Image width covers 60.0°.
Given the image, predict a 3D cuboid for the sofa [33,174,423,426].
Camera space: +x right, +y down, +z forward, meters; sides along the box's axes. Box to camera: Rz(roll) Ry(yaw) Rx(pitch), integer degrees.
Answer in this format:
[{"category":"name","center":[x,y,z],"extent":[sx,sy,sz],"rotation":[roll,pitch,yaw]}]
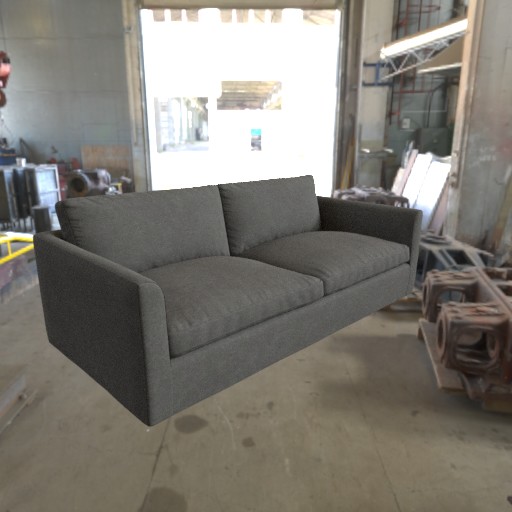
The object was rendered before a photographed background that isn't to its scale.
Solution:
[{"category":"sofa","center":[0.000,0.000,2.760],"extent":[2.257,0.838,1.092],"rotation":[-15,21,-43]}]
